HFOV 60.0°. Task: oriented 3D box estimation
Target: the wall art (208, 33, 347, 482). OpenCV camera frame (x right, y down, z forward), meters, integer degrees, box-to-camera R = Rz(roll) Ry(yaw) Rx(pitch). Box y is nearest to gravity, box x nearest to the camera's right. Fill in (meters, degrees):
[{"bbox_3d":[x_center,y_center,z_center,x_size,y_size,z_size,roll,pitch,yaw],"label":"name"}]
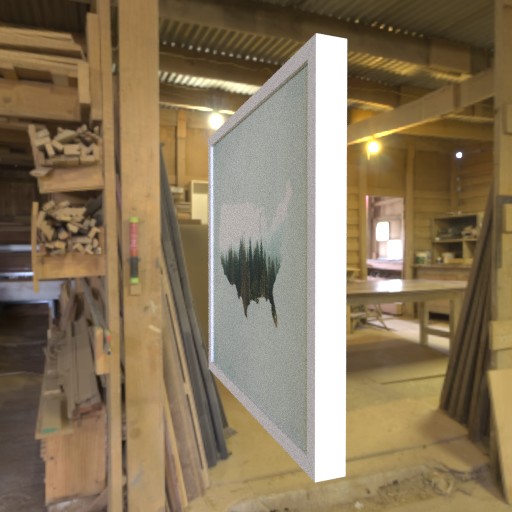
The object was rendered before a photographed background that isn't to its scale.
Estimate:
[{"bbox_3d":[0.000,0.000,0.748,0.040,0.509,0.509,0,1,-20],"label":"wall art"}]
